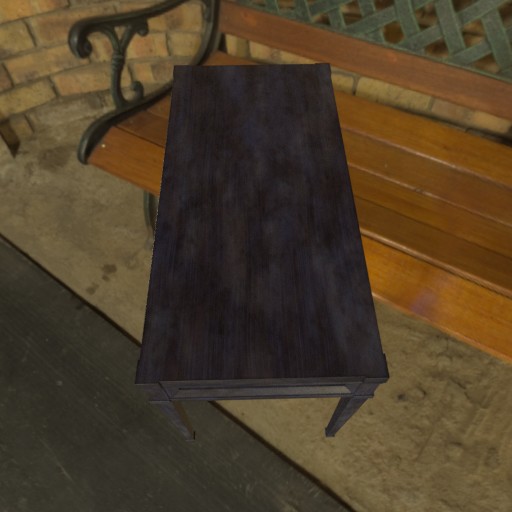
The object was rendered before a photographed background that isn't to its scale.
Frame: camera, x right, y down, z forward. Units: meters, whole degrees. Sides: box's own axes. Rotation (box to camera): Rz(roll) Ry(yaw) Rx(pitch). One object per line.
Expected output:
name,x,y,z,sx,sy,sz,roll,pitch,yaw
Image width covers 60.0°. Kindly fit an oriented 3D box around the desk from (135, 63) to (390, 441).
desk,0.000,0.000,1.800,0.630,0.861,1.289,-1,57,-1
